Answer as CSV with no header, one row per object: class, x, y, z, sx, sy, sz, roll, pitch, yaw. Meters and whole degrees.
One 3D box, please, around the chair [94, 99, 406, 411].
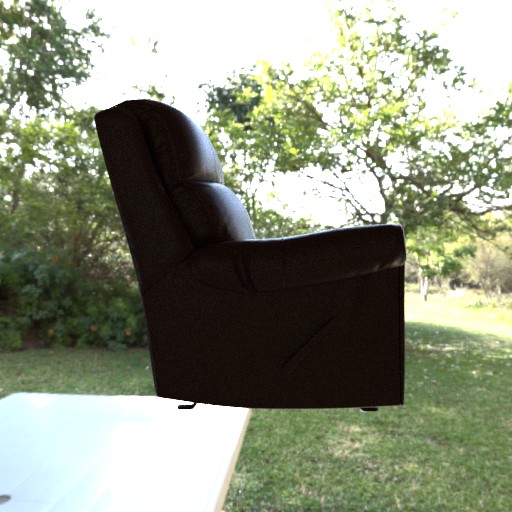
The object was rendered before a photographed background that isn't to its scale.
chair,0.000,0.000,1.729,1.014,1.054,0.838,0,-1,1
